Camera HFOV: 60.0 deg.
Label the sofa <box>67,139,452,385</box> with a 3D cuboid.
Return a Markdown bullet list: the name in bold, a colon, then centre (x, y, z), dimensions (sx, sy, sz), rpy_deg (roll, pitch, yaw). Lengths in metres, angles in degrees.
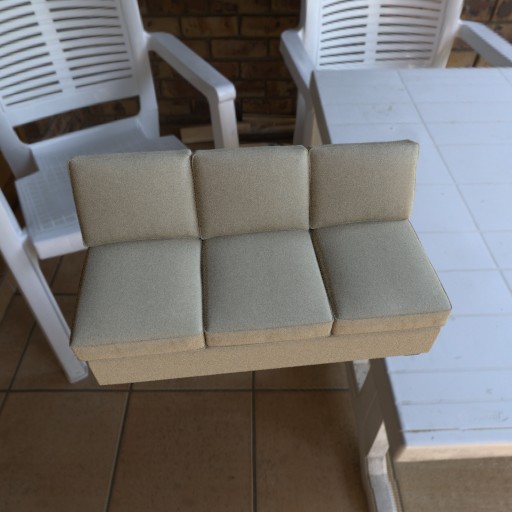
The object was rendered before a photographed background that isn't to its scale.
- **sofa**: centre (0.000, 0.000, 2.528), dimensions (1.962, 0.973, 1.027), rpy_deg (-5, 47, -4)
